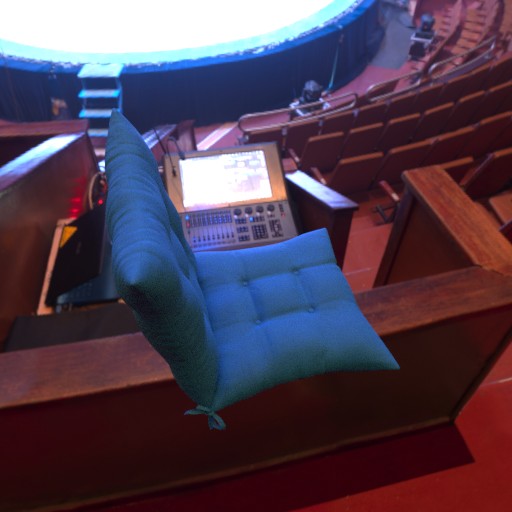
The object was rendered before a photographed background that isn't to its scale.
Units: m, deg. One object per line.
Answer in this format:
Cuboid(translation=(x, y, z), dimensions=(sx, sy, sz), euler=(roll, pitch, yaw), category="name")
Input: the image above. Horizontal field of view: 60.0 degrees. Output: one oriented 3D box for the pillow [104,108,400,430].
Cuboid(translation=(0.000, 0.000, 1.011), dimensions=(0.585, 0.536, 0.541), euler=(-11, 48, -10), category="pillow")
